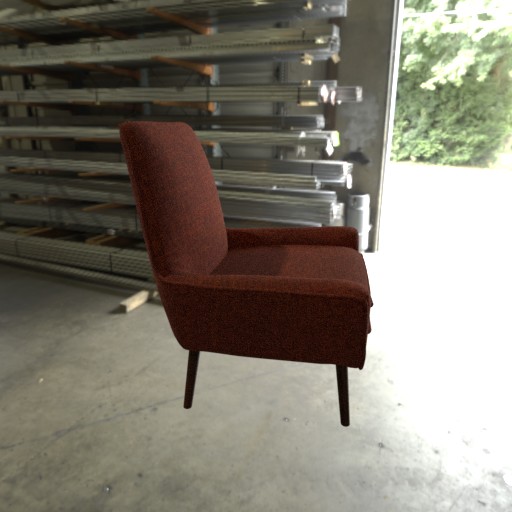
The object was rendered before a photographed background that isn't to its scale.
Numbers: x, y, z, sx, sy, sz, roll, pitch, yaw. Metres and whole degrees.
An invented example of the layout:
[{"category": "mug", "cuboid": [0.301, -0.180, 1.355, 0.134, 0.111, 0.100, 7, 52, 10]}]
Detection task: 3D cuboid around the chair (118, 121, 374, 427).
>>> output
[{"category": "chair", "cuboid": [0.000, 0.000, 1.569, 0.784, 0.911, 0.803, 3, 17, 10]}]
